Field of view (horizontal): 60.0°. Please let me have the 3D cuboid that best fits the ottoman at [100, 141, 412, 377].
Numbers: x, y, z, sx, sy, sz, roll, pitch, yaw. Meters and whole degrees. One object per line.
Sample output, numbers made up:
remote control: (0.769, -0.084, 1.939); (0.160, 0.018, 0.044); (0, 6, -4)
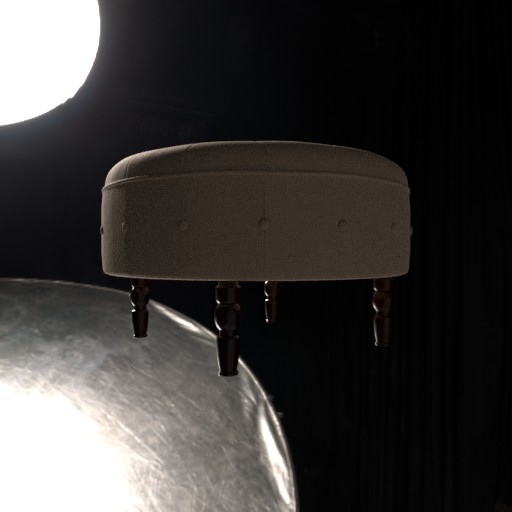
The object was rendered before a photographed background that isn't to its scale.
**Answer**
ottoman: (0.000, 0.000, 1.291); (0.848, 0.494, 0.848); (0, 1, 0)
